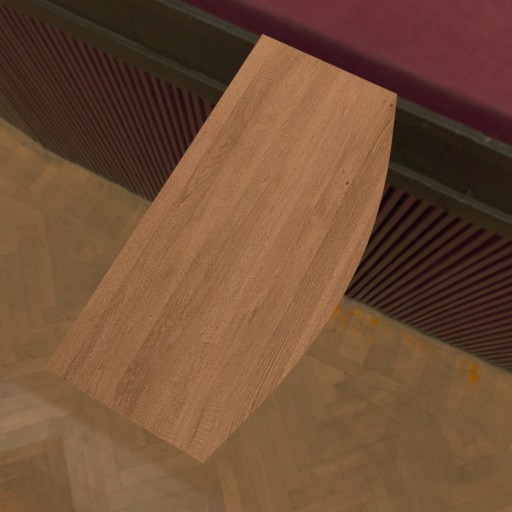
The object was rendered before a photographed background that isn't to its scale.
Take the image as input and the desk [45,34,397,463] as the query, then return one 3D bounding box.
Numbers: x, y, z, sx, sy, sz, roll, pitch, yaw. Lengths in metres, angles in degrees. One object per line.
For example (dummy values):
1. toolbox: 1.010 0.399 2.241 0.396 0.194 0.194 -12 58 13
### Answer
1. desk: 0.000 0.000 2.040 0.802 0.752 1.600 28 76 7
